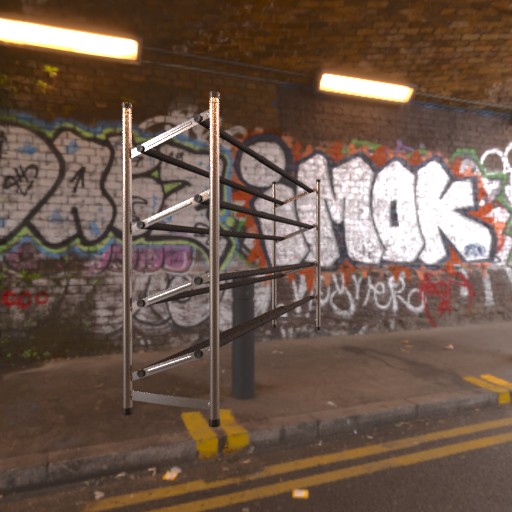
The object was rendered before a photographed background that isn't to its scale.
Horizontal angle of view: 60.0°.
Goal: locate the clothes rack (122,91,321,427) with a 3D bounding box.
[{"bbox_3d":[0.000,0.000,1.468,0.229,0.672,1.168,0,1,18],"label":"clothes rack"}]
